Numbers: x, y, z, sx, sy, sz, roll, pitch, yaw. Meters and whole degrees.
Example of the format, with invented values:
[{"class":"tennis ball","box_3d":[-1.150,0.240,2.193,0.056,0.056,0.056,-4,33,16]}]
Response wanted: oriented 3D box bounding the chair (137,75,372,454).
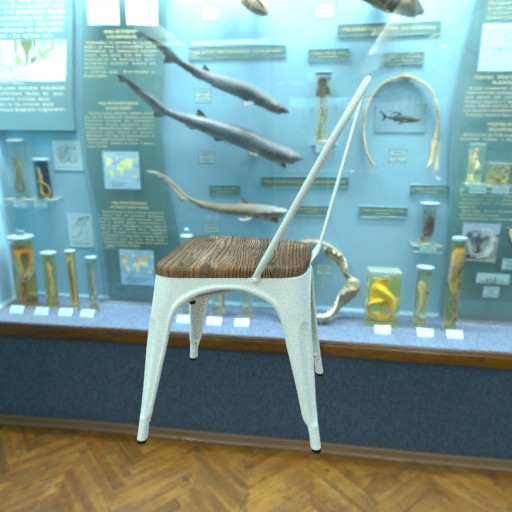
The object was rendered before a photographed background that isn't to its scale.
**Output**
[{"class":"chair","box_3d":[0.000,0.000,1.146,0.521,0.851,0.452,2,15,9]}]
